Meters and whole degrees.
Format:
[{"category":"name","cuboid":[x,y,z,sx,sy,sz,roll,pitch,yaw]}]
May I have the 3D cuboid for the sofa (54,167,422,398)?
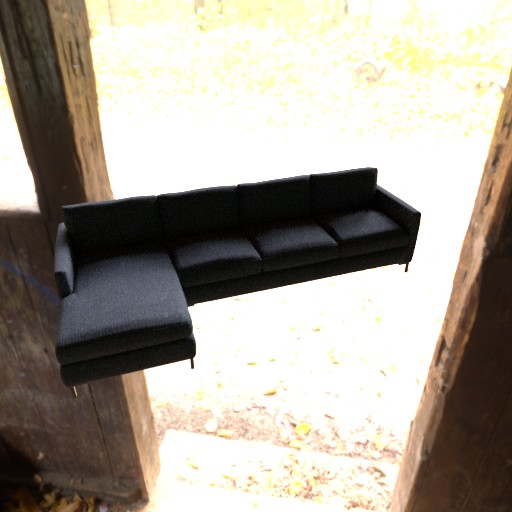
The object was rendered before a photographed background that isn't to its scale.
[{"category":"sofa","cuboid":[0.000,0.000,3.486,2.932,0.810,1.350,-10,32,-16]}]
